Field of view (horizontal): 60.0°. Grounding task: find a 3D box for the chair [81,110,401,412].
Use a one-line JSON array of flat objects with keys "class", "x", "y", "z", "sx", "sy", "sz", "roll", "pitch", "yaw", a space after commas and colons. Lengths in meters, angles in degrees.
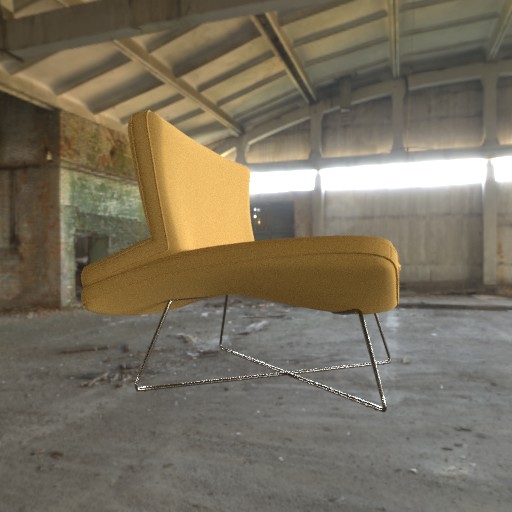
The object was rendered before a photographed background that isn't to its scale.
[{"class": "chair", "x": 0.000, "y": 0.000, "z": 1.622, "sx": 1.008, "sy": 0.855, "sz": 0.859, "roll": 0, "pitch": 0, "yaw": 18}]
